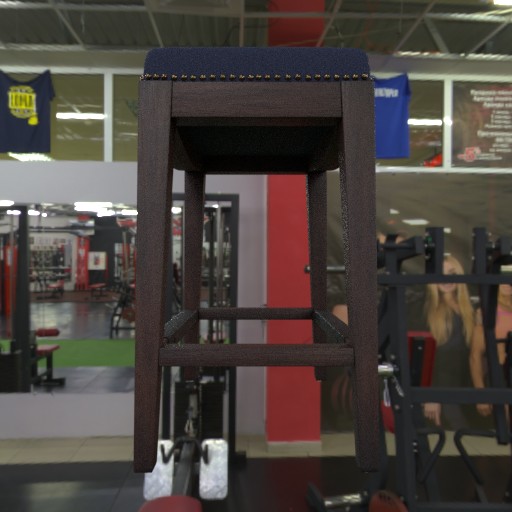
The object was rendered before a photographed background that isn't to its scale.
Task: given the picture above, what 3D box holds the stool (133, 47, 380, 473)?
[{"bbox_3d":[0.000,0.000,0.896,0.361,0.642,0.500,0,0,0],"label":"stool"}]
